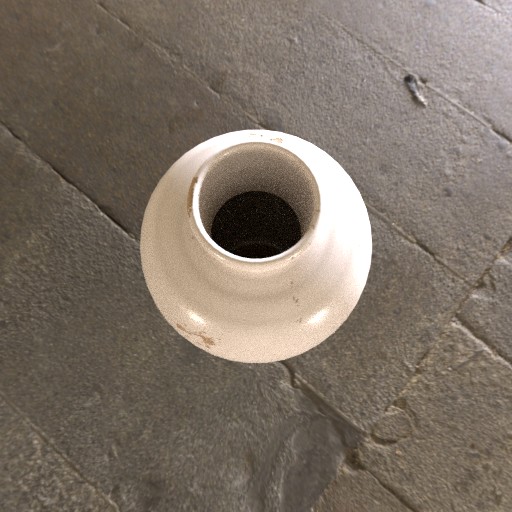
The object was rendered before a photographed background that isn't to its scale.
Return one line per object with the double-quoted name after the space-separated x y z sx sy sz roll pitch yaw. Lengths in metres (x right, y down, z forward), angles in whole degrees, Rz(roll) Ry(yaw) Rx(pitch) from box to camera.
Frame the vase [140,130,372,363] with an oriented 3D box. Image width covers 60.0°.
0.000 0.000 0.336 0.158 0.228 0.158 0 76 0 "vase"
